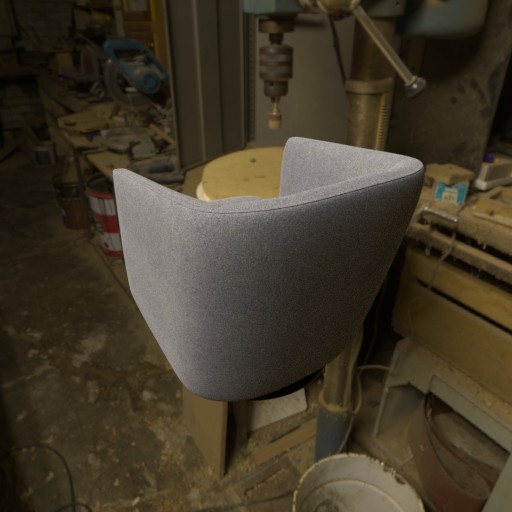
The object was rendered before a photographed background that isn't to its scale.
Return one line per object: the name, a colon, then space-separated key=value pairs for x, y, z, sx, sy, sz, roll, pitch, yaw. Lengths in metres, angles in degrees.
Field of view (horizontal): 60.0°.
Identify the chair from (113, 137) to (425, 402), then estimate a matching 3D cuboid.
chair: x=0.000 y=0.000 z=1.630 sx=0.822 sy=0.861 sz=0.986 roll=-18 pitch=34 yaw=-28
